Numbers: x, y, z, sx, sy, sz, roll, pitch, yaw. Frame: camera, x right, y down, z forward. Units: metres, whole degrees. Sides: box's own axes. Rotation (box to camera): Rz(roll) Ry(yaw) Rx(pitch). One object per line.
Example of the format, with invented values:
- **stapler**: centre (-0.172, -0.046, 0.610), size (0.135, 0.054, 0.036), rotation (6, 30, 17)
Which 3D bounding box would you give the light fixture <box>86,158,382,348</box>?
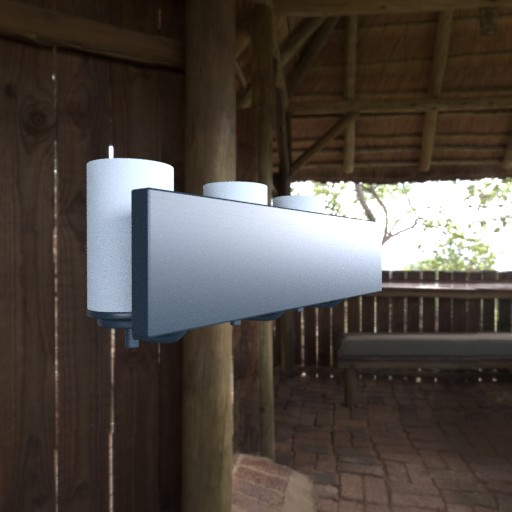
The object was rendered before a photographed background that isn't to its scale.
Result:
- **light fixture**: centre (0.000, 0.000, 0.532), size (0.145, 0.172, 0.451), rotation (0, 1, 36)
